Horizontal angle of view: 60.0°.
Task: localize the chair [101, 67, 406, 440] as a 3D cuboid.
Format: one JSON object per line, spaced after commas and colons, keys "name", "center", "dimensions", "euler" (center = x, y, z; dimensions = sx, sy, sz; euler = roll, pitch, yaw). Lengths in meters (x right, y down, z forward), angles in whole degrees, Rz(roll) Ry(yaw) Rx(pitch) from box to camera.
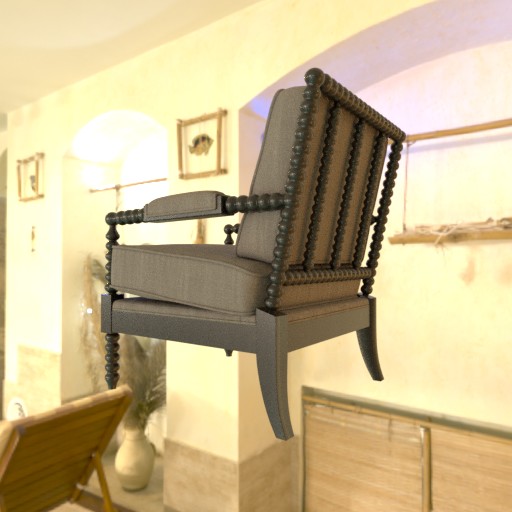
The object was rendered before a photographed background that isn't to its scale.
{"name": "chair", "center": [0.000, 0.000, 1.134], "dimensions": [0.622, 0.661, 0.540], "euler": [0, -1, 36]}
